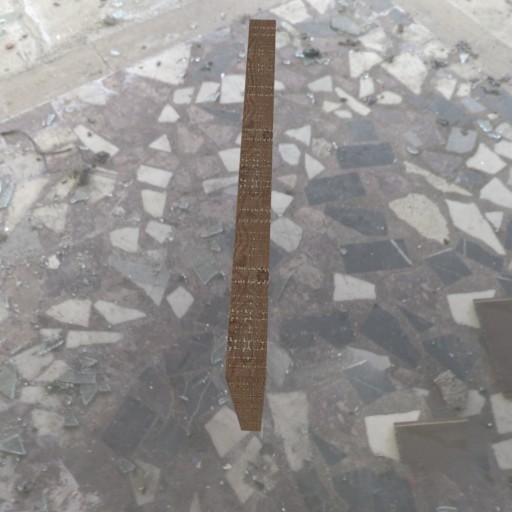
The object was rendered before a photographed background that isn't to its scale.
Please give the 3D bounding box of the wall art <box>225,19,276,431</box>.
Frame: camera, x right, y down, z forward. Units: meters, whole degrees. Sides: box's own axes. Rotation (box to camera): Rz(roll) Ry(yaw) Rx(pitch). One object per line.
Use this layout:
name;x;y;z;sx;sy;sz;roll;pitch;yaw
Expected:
wall art;0.000;0.000;0.785;0.040;0.531;0.531;2;63;1
